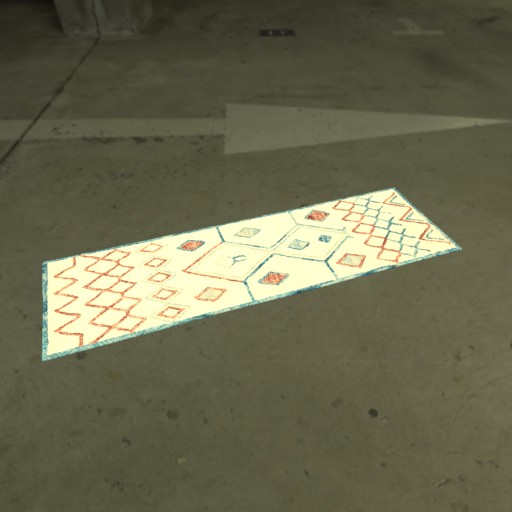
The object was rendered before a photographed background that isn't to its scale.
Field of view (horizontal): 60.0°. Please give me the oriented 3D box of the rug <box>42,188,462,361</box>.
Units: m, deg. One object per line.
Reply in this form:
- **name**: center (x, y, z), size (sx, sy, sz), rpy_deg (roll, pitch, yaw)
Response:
- **rug**: center (0.000, 0.000, 2.685), size (2.435, 0.011, 0.750), rpy_deg (-13, 43, -15)
